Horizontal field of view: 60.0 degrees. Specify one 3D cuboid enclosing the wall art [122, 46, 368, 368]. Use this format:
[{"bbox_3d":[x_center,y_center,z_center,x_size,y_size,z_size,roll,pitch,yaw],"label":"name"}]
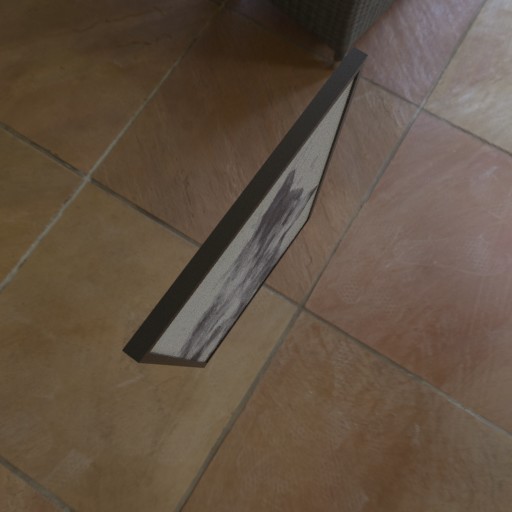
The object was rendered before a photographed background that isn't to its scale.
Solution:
[{"bbox_3d":[0.000,0.000,1.407,0.039,1.061,0.804,34,78,8],"label":"wall art"}]
